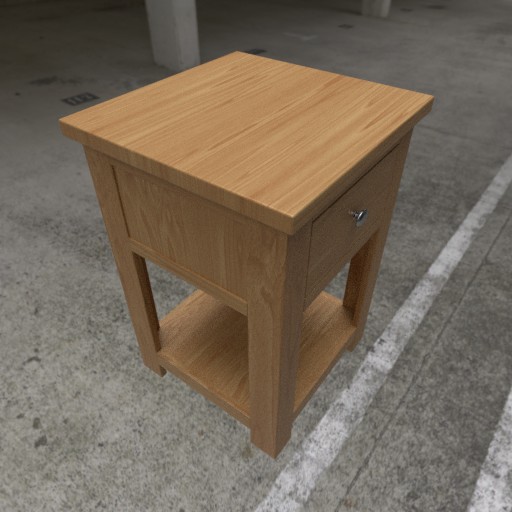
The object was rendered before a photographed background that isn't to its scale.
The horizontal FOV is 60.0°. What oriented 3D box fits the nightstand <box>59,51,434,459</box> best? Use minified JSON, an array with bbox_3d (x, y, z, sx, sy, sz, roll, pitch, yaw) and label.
[{"bbox_3d":[0.000,0.000,0.893,0.418,0.614,0.428,26,47,27],"label":"nightstand"}]
